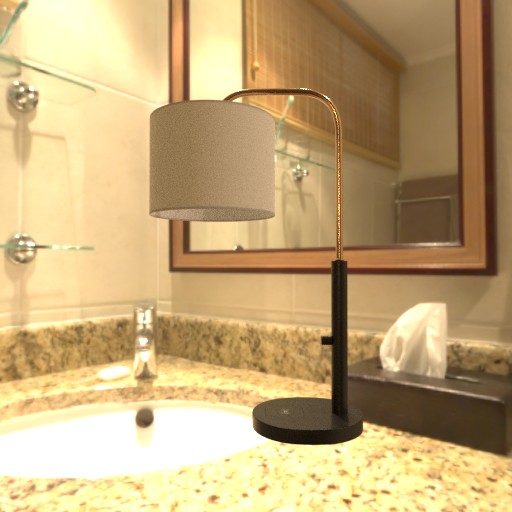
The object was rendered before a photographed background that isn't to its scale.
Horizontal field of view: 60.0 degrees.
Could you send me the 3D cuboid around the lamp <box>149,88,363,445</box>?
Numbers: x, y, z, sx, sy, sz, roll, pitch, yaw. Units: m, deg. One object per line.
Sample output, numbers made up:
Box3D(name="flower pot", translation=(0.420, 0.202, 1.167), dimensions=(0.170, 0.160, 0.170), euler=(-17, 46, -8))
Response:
Box3D(name="lamp", translation=(0.000, 0.000, 0.711), dimensions=(0.337, 0.540, 0.199), euler=(0, -1, 1))
